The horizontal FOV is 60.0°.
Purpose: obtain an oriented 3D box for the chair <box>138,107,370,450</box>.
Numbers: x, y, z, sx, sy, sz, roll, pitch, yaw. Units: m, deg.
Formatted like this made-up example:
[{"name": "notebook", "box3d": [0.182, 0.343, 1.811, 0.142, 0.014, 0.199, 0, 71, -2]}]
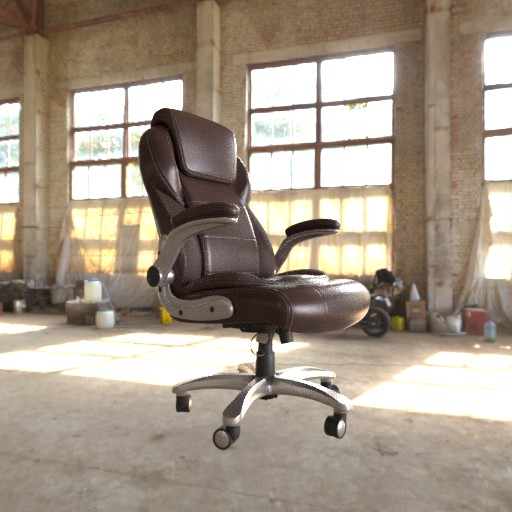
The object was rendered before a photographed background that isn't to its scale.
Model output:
[{"name": "chair", "box3d": [0.000, 0.000, 1.659, 0.774, 1.160, 0.733, 0, 0, 37]}]
